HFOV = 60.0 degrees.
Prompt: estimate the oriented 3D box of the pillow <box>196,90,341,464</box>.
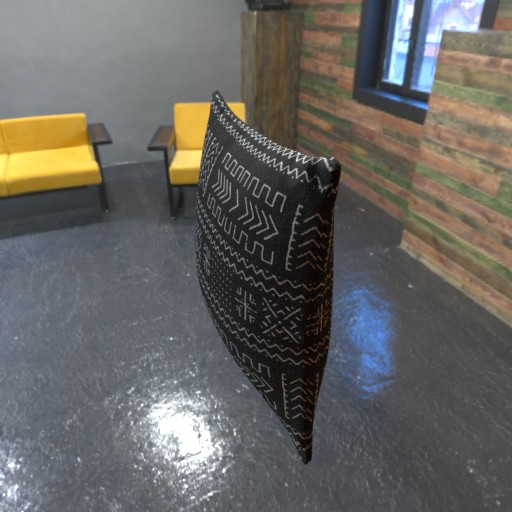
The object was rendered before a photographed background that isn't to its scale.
[{"bbox_3d":[0.000,0.000,0.682,0.164,0.430,0.438,-10,31,-17],"label":"pillow"}]
